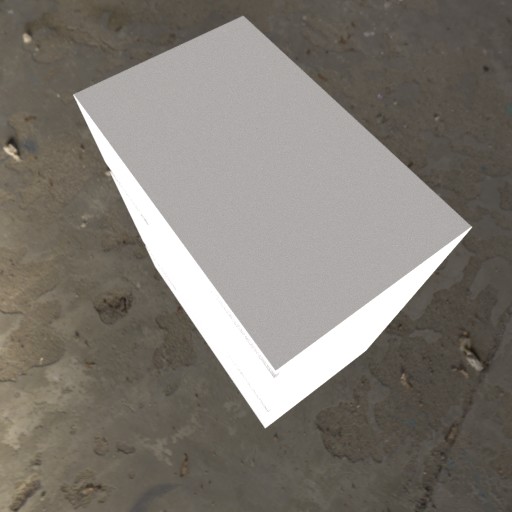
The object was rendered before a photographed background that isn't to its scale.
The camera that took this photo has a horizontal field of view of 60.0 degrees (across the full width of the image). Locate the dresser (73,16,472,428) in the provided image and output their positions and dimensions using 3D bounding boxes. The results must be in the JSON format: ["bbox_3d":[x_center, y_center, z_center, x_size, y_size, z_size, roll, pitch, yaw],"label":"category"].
[{"bbox_3d":[0.000,0.000,1.144,0.400,0.800,0.650,-33,68,-15],"label":"dresser"}]
